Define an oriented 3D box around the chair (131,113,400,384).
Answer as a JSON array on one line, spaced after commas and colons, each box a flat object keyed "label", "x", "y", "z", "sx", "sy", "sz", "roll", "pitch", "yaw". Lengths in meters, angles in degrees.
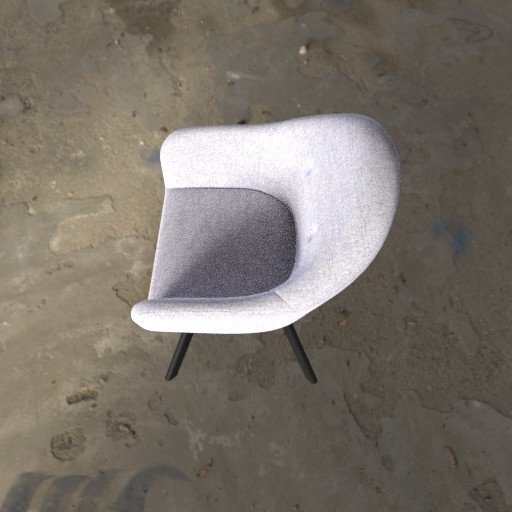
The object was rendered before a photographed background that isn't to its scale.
[{"label": "chair", "x": 0.000, "y": 0.000, "z": 1.193, "sx": 0.570, "sy": 0.780, "sz": 0.540, "roll": 1, "pitch": 58, "yaw": 1}]
